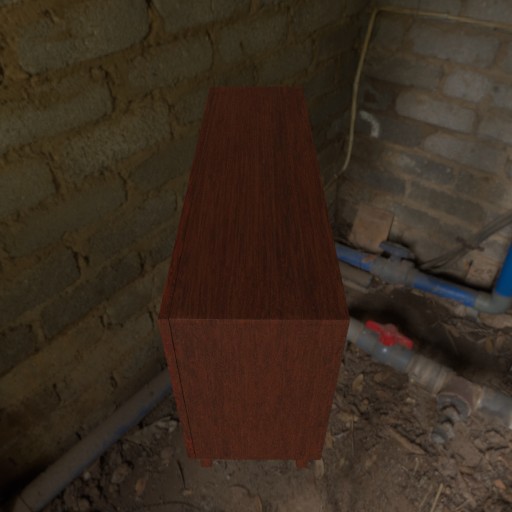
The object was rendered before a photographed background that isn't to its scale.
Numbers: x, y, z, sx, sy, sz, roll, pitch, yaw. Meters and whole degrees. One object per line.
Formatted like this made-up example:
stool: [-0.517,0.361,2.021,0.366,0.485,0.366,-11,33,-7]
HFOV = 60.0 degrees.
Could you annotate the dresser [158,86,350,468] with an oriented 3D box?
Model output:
dresser: [0.000,0.000,2.049,0.499,0.971,1.609,0,41,0]
